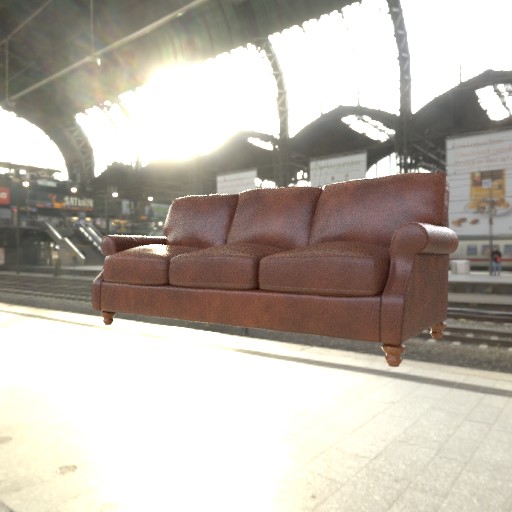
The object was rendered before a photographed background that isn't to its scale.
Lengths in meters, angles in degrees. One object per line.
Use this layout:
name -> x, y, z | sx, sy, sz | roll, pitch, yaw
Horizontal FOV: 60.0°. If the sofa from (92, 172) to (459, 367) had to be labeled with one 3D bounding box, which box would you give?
sofa -> 0.000, 0.000, 2.891 | 2.351, 0.977, 0.973 | 0, 0, 35
